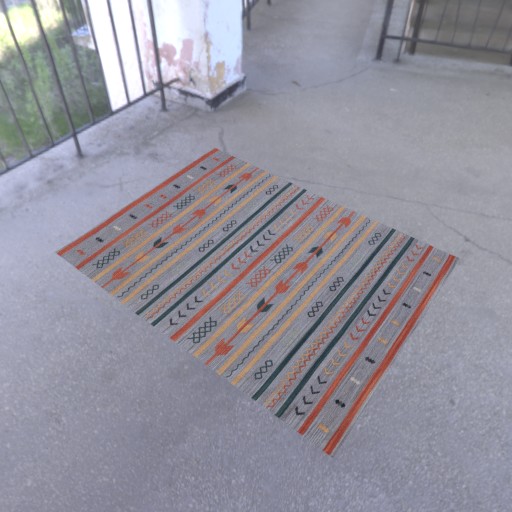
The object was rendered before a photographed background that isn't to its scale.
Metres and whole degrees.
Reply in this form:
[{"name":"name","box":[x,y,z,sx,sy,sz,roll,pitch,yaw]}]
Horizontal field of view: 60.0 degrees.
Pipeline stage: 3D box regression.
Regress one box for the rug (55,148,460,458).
[{"name":"rug","box":[0.000,0.000,4.121,3.029,0.022,2.263,29,53,25]}]
